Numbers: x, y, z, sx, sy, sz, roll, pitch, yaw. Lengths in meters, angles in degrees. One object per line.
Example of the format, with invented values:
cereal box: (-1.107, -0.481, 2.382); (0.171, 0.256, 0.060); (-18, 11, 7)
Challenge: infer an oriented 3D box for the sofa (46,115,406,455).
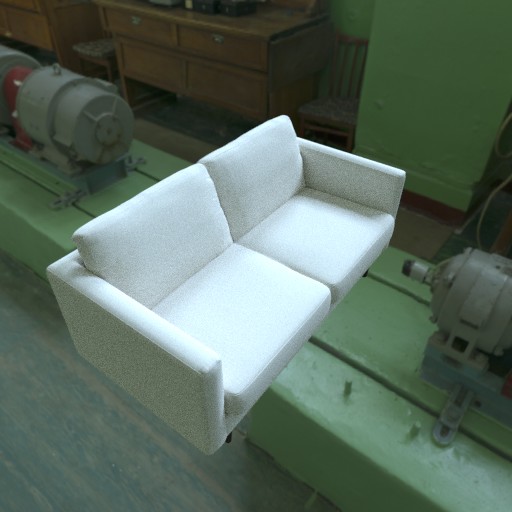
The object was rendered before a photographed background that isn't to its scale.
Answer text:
sofa: (0.000, 0.000, 2.303); (0.940, 0.893, 1.713); (26, 47, 27)
